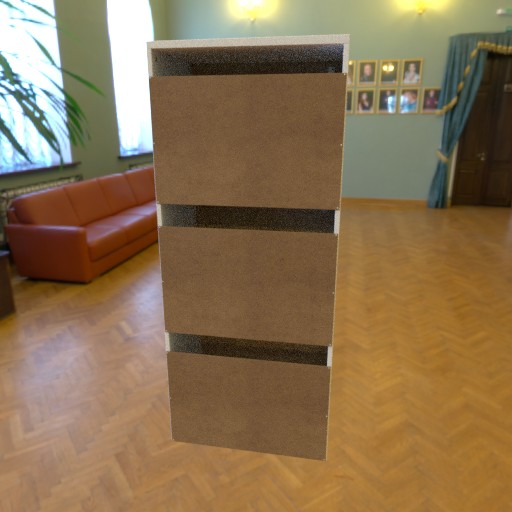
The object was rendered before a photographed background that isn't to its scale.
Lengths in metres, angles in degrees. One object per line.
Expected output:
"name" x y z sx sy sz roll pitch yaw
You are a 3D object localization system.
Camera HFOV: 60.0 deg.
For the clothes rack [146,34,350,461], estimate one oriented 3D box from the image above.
"clothes rack" 0.000 0.000 1.384 0.500 1.187 0.331 3 17 10
